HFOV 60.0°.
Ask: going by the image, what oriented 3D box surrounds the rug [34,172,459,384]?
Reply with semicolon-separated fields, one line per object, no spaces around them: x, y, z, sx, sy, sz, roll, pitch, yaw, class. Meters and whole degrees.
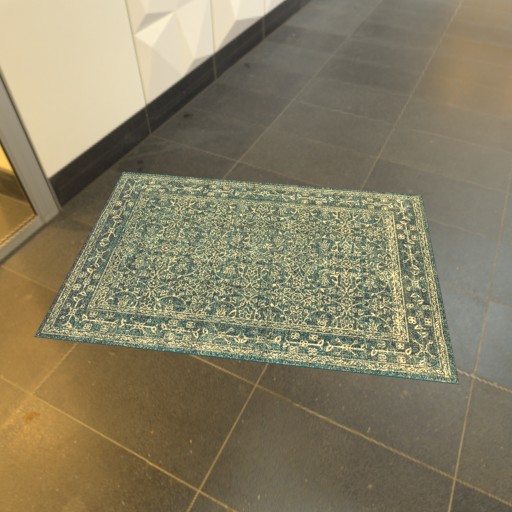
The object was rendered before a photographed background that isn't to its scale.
0.000;0.000;2.277;1.819;0.005;1.200;5;48;5;rug
